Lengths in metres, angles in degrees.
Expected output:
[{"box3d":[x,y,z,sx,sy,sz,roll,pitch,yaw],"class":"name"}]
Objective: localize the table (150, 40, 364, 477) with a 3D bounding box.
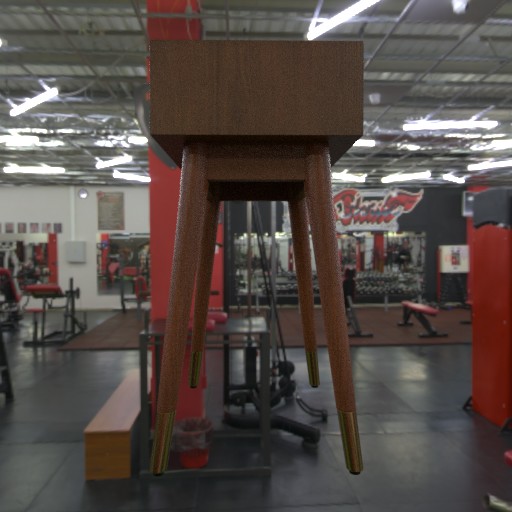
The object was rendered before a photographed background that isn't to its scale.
[{"box3d":[0.000,0.000,0.804,0.300,0.599,0.406,0,1,-1],"class":"table"}]
